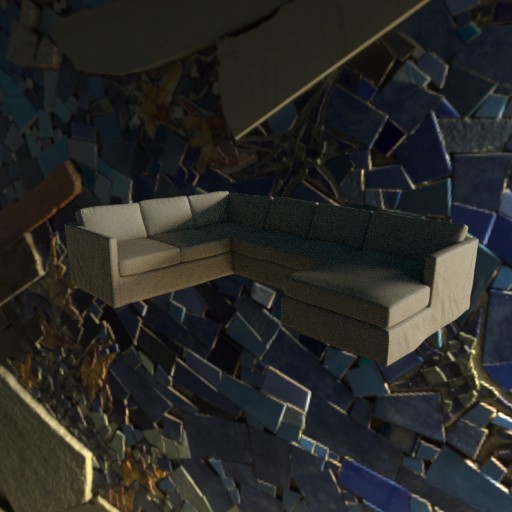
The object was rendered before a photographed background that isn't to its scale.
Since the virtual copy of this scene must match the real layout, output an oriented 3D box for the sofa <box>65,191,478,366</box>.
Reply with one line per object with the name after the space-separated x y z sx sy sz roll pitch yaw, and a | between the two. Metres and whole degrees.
0.000 0.000 4.486 2.427 0.882 3.460 -15 21 -43 | sofa
